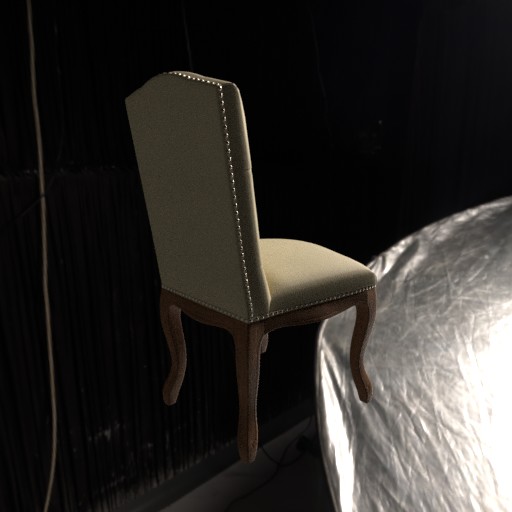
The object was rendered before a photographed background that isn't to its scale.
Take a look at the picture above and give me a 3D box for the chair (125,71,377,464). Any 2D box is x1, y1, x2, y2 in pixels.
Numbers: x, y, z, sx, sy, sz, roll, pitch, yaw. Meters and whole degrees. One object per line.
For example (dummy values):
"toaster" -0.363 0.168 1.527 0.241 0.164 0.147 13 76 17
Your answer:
"chair" 0.000 0.000 1.582 0.715 1.165 0.623 -13 19 -42
